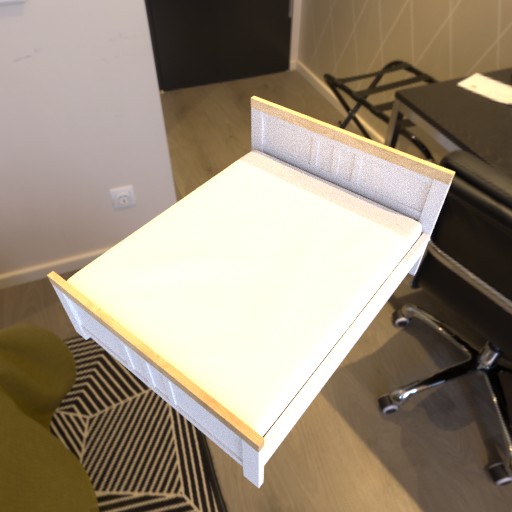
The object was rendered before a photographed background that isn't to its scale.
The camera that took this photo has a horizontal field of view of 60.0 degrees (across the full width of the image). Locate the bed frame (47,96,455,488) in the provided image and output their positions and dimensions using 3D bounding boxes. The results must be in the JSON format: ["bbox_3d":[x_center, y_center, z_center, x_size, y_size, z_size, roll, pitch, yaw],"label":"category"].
[{"bbox_3d":[0.000,0.000,3.022,1.670,0.980,2.050,30,53,25],"label":"bed frame"}]
